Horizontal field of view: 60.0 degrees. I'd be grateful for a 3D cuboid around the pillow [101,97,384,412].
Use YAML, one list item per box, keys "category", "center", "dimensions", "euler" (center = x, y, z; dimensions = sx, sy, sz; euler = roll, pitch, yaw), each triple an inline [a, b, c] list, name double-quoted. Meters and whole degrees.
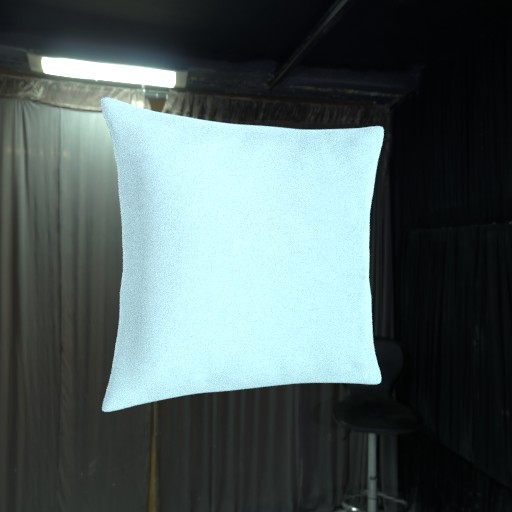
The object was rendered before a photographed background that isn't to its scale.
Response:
- category: "pillow"
  center: [0.000, 0.000, 0.795]
  dimensions: [0.525, 0.508, 0.166]
  euler: [0, 0, -18]
